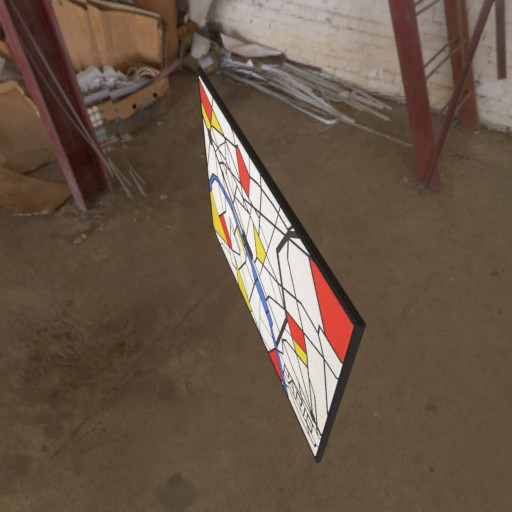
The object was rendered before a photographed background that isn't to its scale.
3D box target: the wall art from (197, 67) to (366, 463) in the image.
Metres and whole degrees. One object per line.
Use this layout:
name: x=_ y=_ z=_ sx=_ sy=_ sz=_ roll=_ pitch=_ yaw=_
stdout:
wall art: x=0.000 y=0.000 z=1.250 sx=0.013 sy=0.665 sz=0.963 roll=-15 pitch=50 yaw=-14
